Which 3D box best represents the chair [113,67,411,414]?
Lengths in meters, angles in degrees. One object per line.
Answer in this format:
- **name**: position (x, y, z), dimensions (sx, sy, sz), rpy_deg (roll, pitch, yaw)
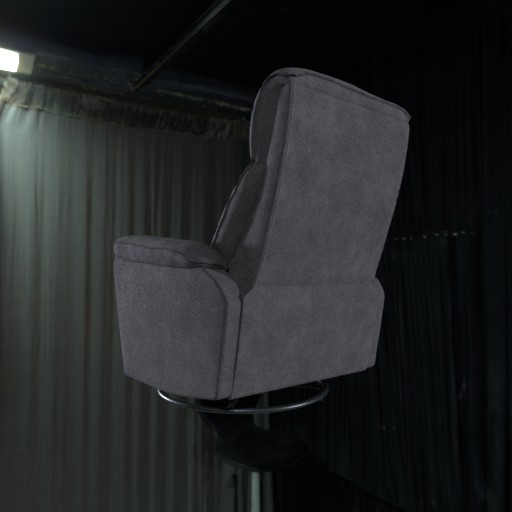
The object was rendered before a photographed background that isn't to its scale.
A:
- **chair**: position (0.000, 0.000, 1.693), dimensions (0.830, 1.035, 1.009), rpy_deg (1, -2, -38)
